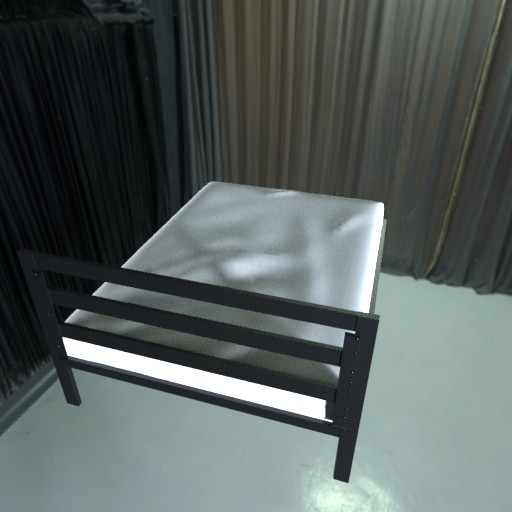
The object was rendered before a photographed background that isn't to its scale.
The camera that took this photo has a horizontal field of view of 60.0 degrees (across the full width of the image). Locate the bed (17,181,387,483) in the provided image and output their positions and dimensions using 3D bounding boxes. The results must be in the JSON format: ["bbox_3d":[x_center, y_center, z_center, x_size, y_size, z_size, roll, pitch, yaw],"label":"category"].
[{"bbox_3d":[0.000,0.000,2.794,1.524,0.967,2.062,9,33,15],"label":"bed"}]
